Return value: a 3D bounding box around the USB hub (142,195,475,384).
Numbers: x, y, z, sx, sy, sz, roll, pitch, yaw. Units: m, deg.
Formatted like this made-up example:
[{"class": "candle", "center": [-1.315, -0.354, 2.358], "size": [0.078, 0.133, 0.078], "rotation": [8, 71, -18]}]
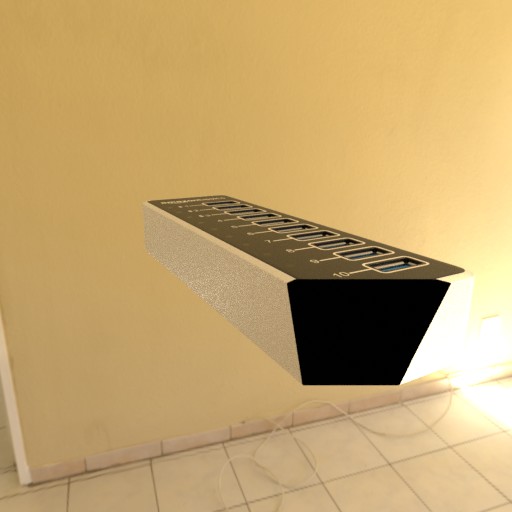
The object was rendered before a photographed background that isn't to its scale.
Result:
[{"class": "USB hub", "center": [0.000, 0.000, 0.159], "size": [0.044, 0.023, 0.145], "rotation": [-9, 18, -28]}]
